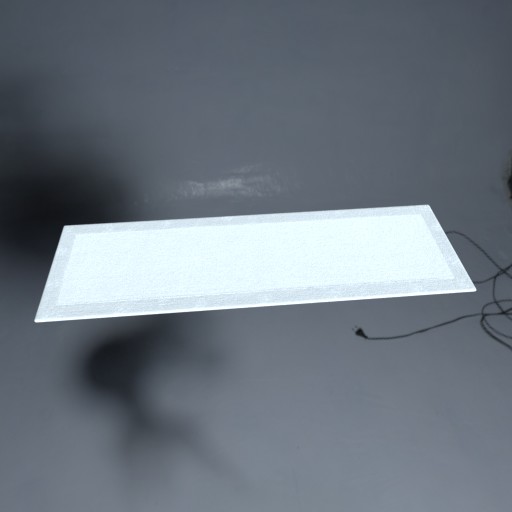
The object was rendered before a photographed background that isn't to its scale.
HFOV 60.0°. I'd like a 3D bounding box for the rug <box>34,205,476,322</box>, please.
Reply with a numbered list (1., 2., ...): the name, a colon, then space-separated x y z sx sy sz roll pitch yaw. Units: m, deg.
1. rug: 0.000 0.000 2.684 2.430 0.012 0.759 -4 46 -4
